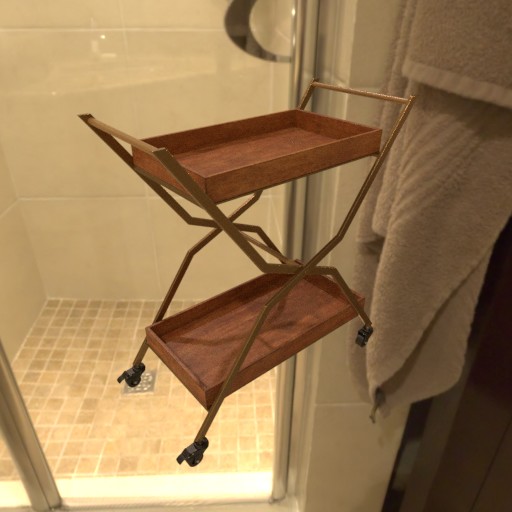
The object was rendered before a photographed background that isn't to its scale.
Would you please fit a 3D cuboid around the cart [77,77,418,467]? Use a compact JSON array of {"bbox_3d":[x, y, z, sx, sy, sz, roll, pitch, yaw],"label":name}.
[{"bbox_3d":[0.000,0.000,1.317,0.836,0.869,0.405,-23,38,-33],"label":"cart"}]
